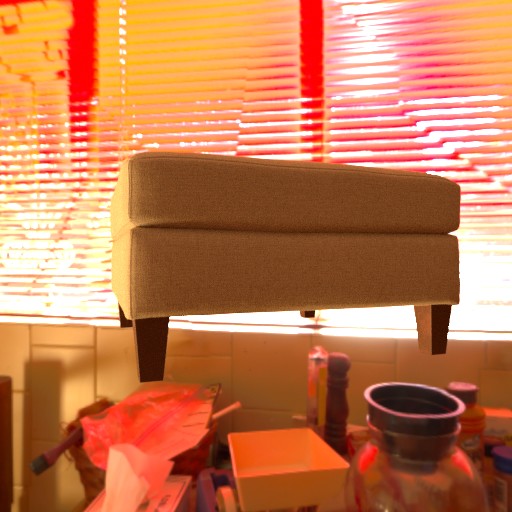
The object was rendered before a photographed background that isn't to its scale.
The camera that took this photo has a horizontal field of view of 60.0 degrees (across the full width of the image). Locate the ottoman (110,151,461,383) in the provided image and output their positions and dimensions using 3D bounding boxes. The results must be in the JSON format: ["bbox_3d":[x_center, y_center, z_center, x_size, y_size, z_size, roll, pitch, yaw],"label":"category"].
[{"bbox_3d":[0.000,0.000,1.368,0.838,0.503,0.838,0,0,-20],"label":"ottoman"}]
